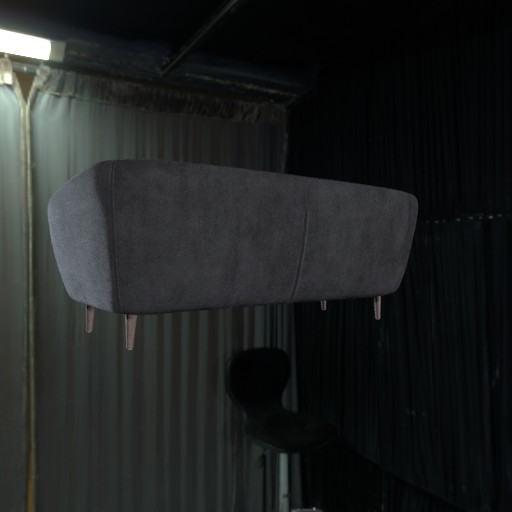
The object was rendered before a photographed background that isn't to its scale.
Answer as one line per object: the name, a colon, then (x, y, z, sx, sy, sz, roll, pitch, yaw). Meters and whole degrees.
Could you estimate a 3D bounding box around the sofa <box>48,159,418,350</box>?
sofa: (0.000, 0.000, 2.771, 2.296, 0.875, 0.956, 0, 0, -34)
